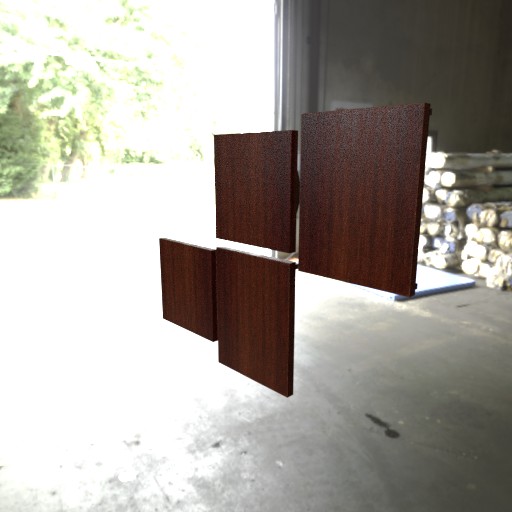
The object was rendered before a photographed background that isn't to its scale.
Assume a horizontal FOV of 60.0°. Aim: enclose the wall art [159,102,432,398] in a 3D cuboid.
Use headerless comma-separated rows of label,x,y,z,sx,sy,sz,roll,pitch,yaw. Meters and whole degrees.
wall art,0.000,0.000,0.837,0.030,0.497,0.635,-12,17,-43
